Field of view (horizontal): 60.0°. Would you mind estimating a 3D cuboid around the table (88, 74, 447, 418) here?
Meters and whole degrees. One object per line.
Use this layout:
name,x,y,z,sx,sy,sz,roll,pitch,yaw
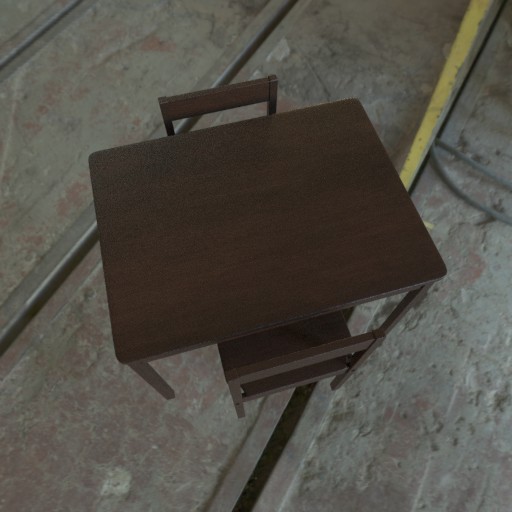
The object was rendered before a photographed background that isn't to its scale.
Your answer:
table,0.000,0.000,1.120,0.650,0.503,0.672,-14,64,-7
